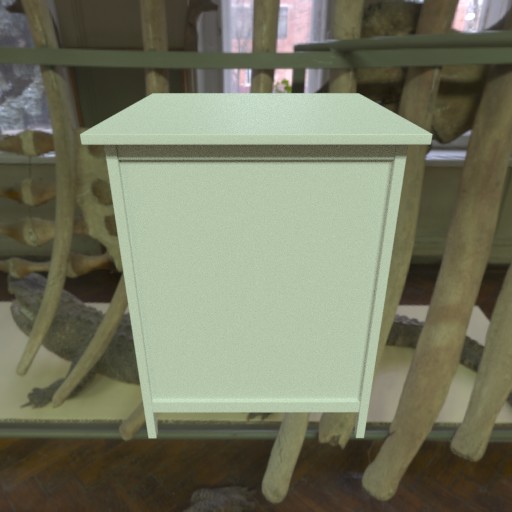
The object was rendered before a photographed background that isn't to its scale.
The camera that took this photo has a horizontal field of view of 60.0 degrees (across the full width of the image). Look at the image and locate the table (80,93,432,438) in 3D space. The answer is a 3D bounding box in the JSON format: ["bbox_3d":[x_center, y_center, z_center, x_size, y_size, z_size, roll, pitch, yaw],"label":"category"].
[{"bbox_3d":[0.000,0.000,0.755,0.381,0.483,0.381,0,26,0],"label":"table"}]
